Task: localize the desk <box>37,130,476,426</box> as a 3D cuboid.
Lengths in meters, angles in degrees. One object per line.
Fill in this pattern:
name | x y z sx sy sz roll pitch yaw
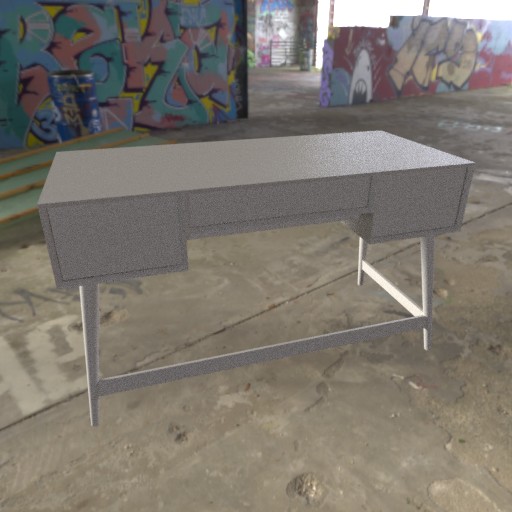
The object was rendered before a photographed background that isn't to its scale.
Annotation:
desk | 0.000 0.000 1.687 1.313 0.762 0.589 -8 28 -16
